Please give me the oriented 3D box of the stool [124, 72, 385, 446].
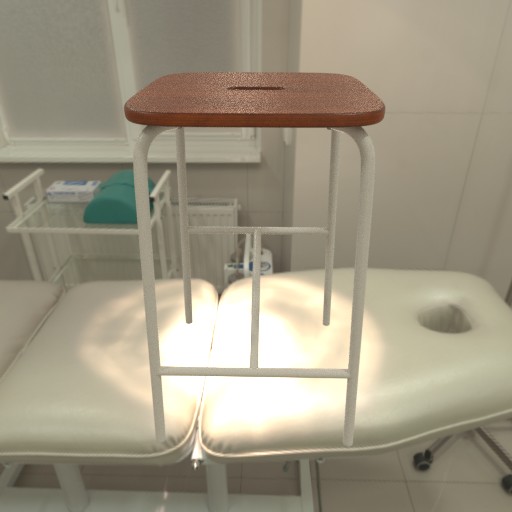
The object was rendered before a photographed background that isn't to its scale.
[{"bbox_3d":[0.000,0.000,0.850,0.376,0.610,0.376,1,30,1],"label":"stool"}]
